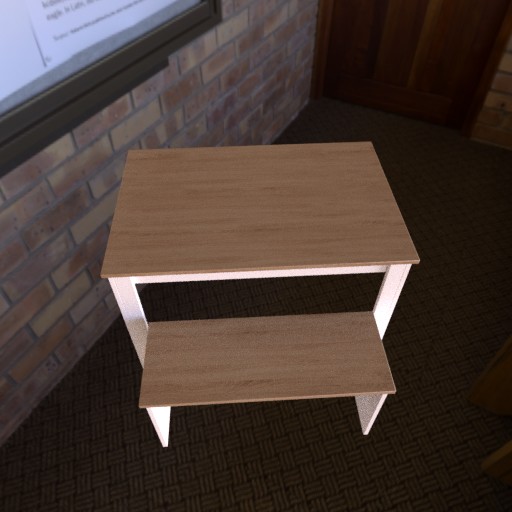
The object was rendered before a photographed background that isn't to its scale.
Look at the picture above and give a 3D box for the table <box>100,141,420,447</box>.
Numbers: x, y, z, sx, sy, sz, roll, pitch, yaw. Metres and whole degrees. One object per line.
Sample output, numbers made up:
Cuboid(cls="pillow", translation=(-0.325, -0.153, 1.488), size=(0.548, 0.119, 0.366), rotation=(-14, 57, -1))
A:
Cuboid(cls="table", translation=(0.000, 0.000, 2.028), size=(1.100, 0.700, 1.443), rotation=(-3, 48, -2))
